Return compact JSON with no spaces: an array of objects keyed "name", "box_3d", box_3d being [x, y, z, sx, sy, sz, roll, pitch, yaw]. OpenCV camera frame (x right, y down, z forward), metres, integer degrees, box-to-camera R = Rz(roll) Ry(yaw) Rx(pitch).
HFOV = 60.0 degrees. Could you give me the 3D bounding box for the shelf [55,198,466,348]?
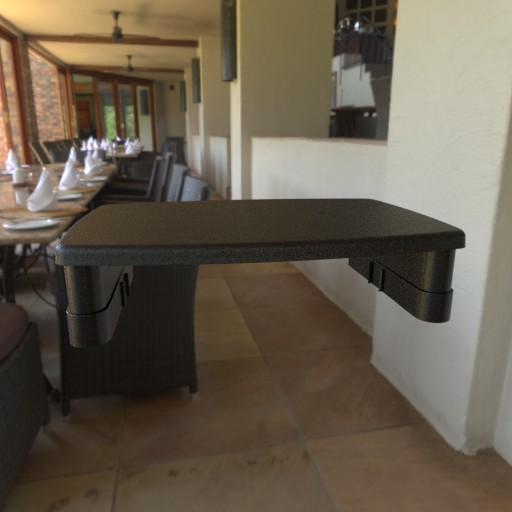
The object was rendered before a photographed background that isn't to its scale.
[{"name":"shelf","box_3d":[0.000,0.000,0.537,0.410,0.100,0.280,-2,16,-9]}]
